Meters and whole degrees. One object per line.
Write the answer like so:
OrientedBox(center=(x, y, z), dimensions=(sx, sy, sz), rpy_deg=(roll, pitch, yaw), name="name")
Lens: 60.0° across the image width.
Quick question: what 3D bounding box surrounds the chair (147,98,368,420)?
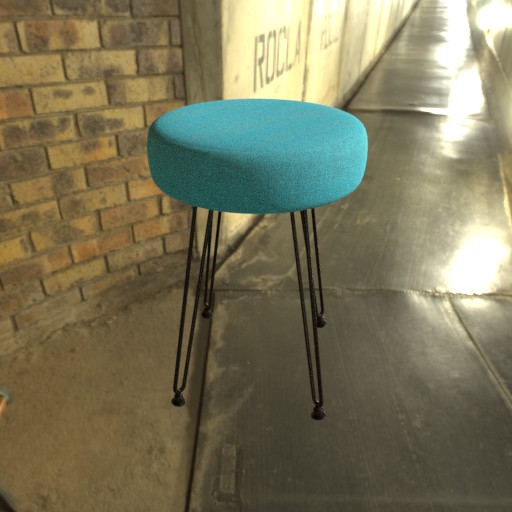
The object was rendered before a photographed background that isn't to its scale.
OrientedBox(center=(0.000, 0.000, 0.706), dimensions=(0.350, 0.440, 0.350), rpy_deg=(-22, 37, -32), name="chair")
